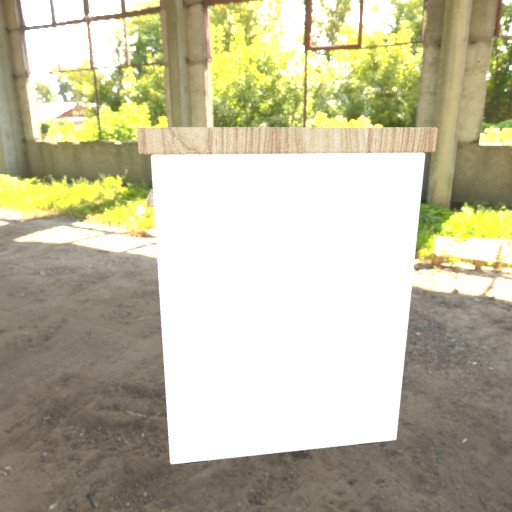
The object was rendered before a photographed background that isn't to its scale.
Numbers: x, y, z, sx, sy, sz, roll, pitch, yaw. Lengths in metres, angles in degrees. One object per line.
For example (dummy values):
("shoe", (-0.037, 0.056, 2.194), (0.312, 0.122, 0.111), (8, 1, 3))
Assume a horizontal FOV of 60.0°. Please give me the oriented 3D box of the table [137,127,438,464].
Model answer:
("table", (0.000, 0.000, 0.794), (0.360, 0.440, 0.500), (-2, 16, -8))
